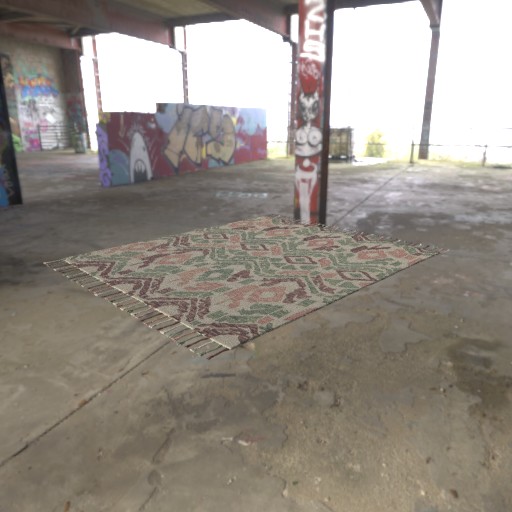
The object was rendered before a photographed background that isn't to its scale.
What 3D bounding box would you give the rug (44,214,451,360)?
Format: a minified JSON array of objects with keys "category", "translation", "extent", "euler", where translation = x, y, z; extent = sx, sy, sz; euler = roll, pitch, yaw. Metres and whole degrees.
[{"category":"rug","translation":[0.000,0.000,4.179],"extent":[3.048,0.010,2.438],"euler":[-16,23,-42]}]
